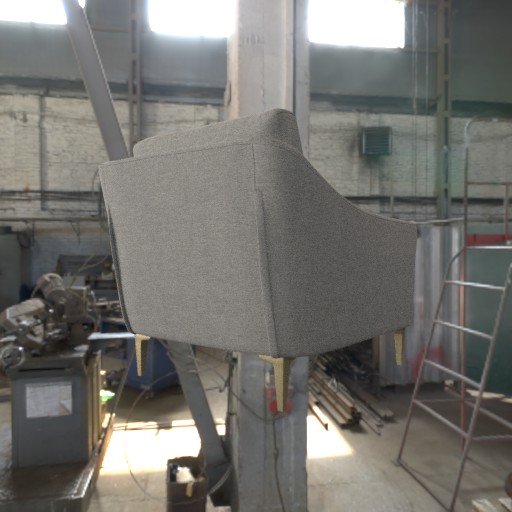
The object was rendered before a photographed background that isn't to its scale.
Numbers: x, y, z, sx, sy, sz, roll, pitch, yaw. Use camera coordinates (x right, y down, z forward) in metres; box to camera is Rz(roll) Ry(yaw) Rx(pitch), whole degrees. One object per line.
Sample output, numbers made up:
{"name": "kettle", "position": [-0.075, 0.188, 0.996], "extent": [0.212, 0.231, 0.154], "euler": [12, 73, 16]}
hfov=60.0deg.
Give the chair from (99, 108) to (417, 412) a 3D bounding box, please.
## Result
{"name": "chair", "position": [0.000, 0.000, 1.738], "extent": [0.986, 0.902, 0.961], "euler": [1, 1, 36]}
